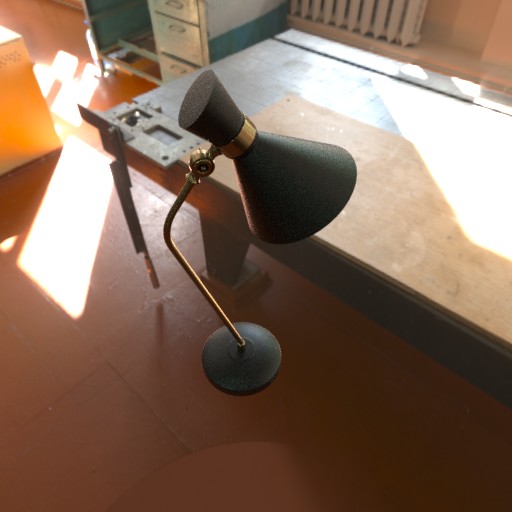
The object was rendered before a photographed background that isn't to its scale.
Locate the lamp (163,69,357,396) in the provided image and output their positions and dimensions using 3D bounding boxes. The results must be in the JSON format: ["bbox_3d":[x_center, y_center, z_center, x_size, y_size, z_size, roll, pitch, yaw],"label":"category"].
[{"bbox_3d":[0.000,0.000,0.760,0.292,0.647,0.189,-10,46,-9],"label":"lamp"}]
